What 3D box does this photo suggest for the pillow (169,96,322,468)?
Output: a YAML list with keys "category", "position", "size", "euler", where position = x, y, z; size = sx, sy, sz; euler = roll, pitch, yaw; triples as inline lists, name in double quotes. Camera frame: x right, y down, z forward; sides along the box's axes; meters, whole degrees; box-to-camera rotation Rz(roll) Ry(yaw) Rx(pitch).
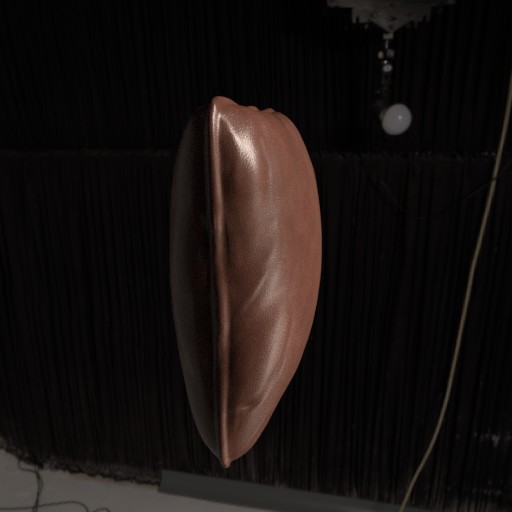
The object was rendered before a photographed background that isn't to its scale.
- category: "pillow"
  position: [0.000, 0.000, 0.807]
  size: [0.236, 0.523, 0.532]
  euler: [3, 17, 10]
